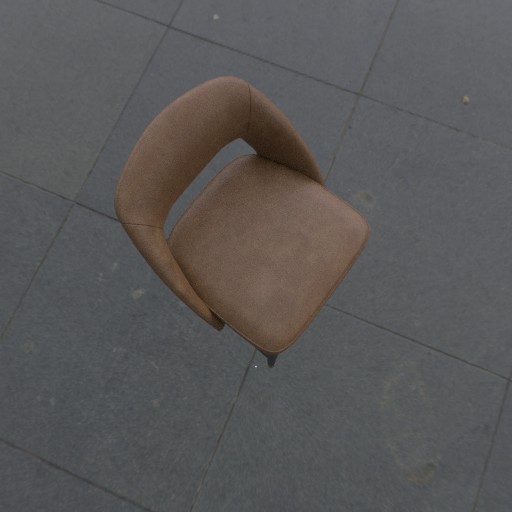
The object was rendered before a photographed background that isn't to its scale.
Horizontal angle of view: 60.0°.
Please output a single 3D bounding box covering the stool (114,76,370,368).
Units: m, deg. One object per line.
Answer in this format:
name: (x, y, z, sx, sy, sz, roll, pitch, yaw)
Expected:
stool: (0.000, 0.000, 1.339, 0.509, 1.037, 0.494, 37, 79, 8)
